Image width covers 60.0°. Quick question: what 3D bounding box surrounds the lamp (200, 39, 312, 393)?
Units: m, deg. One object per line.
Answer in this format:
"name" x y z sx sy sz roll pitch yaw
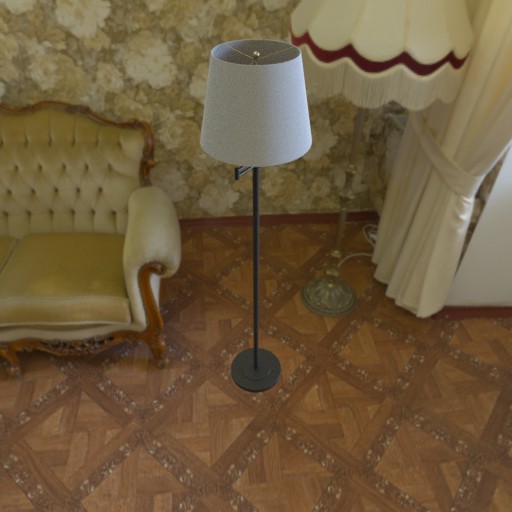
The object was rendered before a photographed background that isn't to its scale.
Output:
"lamp" 0.000 0.000 1.693 0.348 1.473 0.348 26 47 28
